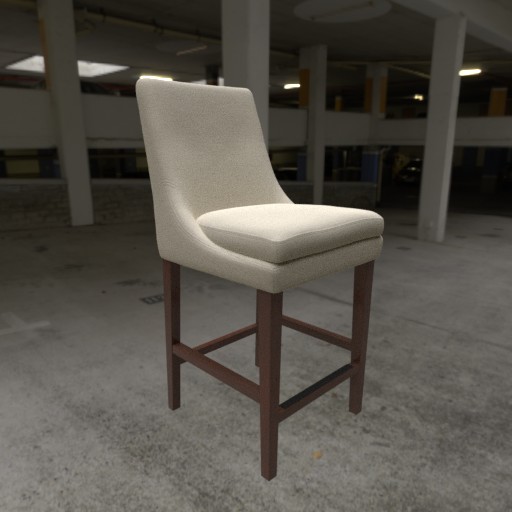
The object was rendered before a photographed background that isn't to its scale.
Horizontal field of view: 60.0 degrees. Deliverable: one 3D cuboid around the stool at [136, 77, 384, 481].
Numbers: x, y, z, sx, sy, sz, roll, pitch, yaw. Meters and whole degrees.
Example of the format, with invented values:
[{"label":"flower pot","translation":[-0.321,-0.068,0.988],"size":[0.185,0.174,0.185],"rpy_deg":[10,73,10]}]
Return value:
[{"label":"stool","translation":[0.000,0.000,1.288],"size":[0.470,0.981,0.577],"rpy_deg":[-14,20,-43]}]
